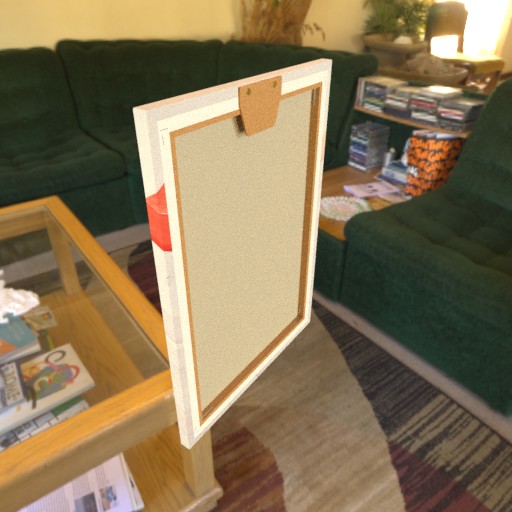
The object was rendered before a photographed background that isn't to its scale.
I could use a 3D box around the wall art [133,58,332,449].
[{"bbox_3d":[0.000,0.000,1.121,0.036,0.848,0.613,21,38,30],"label":"wall art"}]
